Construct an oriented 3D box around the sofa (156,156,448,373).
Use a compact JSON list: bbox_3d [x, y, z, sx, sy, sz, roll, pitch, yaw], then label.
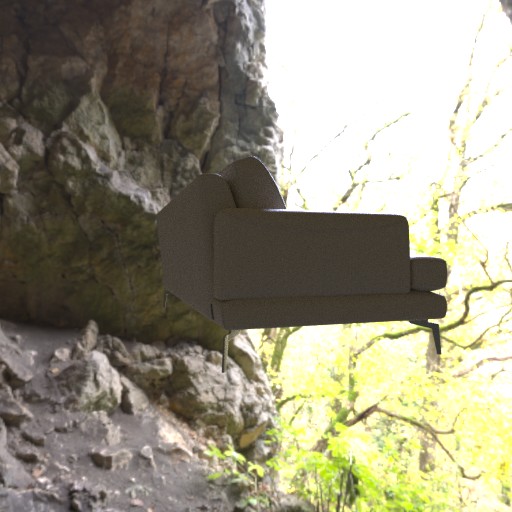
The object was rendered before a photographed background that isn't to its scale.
[{"bbox_3d":[0.000,0.000,2.492,0.974,0.765,1.940,0,0,-18],"label":"sofa"}]
